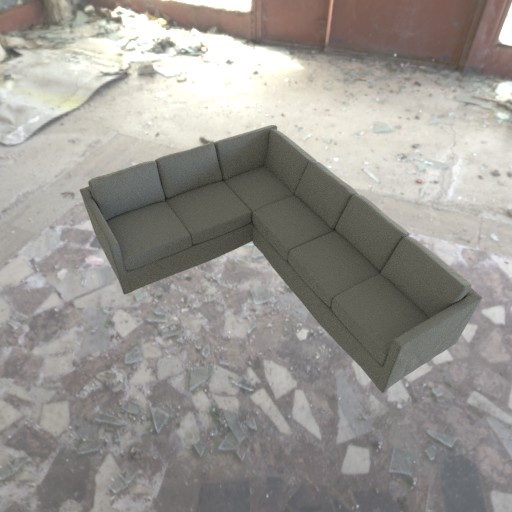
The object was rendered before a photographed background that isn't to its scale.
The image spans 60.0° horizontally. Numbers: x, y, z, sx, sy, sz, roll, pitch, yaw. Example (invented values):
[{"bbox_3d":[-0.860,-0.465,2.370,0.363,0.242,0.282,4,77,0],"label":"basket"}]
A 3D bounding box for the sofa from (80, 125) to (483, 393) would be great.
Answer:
[{"bbox_3d":[0.000,0.000,4.299,2.432,0.871,3.182,-23,50,-21],"label":"sofa"}]
